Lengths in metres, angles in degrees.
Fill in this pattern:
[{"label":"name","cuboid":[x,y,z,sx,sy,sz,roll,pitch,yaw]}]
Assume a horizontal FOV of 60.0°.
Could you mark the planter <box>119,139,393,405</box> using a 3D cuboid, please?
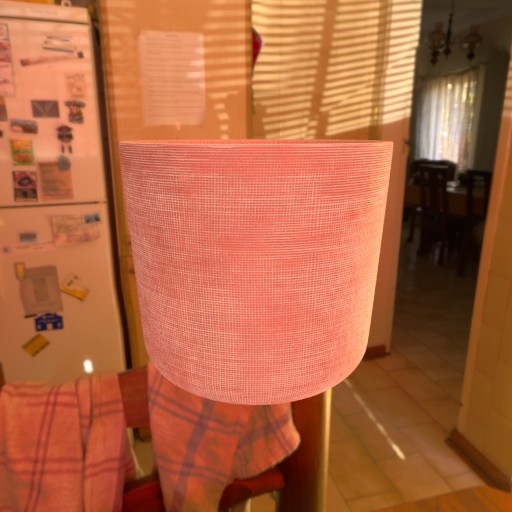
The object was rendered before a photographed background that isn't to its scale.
[{"label":"planter","cuboid":[0.000,0.000,0.793,0.440,0.398,0.440,0,15,0]}]
